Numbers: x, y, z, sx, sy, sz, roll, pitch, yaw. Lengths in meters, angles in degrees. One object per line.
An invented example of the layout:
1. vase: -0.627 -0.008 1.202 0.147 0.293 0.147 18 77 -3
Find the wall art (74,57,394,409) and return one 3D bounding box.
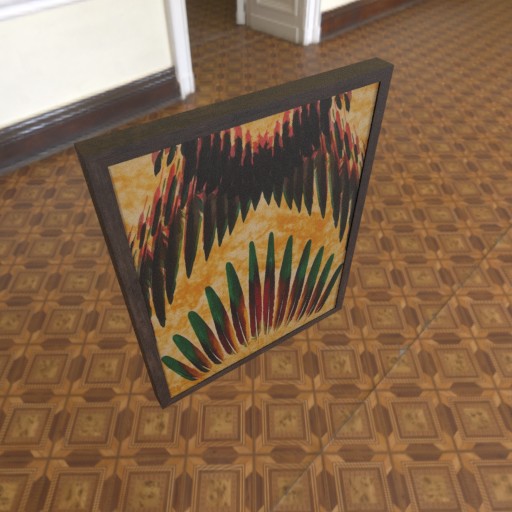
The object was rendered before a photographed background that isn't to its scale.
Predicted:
1. wall art: 0.000 0.000 0.550 0.329 0.406 0.027 -25 50 -23
